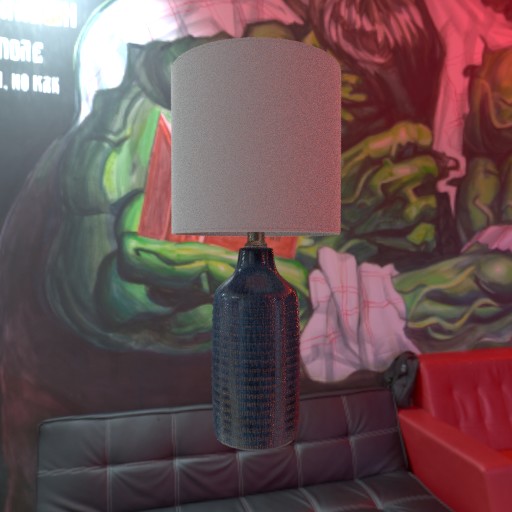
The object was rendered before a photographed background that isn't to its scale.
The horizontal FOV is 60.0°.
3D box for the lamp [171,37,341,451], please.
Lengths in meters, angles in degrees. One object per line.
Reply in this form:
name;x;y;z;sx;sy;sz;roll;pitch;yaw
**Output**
lamp;0.000;0.000;0.591;0.220;0.475;0.220;0;1;17
